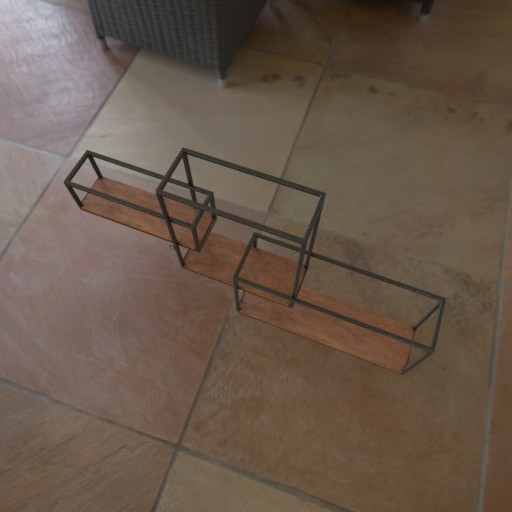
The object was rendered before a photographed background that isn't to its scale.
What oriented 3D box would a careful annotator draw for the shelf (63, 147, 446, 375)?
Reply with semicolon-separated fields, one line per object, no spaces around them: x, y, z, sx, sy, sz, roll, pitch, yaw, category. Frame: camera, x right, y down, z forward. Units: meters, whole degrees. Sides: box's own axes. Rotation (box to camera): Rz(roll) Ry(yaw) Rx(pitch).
0.000;0.000;2.109;1.781;0.972;0.275;20;64;10;shelf
